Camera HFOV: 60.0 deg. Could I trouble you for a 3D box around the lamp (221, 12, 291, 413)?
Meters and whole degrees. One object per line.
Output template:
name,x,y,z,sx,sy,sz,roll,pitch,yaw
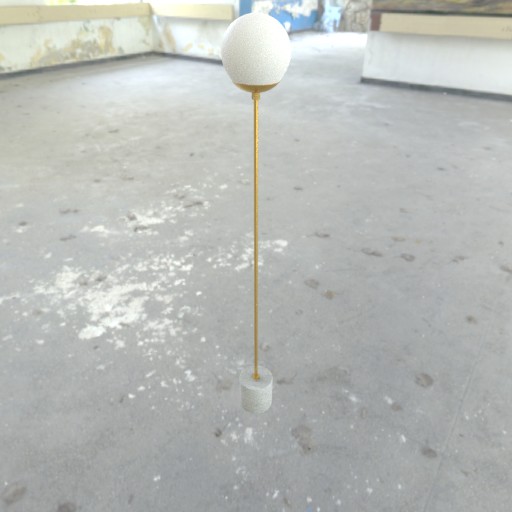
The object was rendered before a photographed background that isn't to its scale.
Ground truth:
lamp,0.000,0.000,1.818,0.224,1.753,0.224,20,37,29
